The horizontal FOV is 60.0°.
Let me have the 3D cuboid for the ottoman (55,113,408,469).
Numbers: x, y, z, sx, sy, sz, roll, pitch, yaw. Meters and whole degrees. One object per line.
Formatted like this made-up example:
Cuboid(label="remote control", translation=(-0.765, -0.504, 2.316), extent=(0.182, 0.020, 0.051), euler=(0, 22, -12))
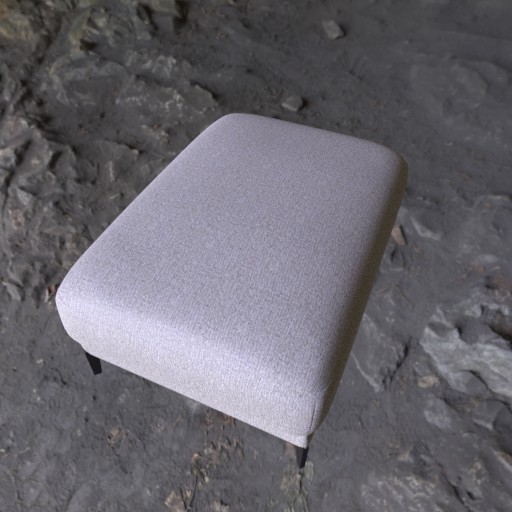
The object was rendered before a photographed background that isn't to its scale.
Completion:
Cuboid(label="ottoman", translation=(0.000, 0.000, 1.078), extent=(0.568, 0.420, 0.772), euler=(18, 49, 16))
